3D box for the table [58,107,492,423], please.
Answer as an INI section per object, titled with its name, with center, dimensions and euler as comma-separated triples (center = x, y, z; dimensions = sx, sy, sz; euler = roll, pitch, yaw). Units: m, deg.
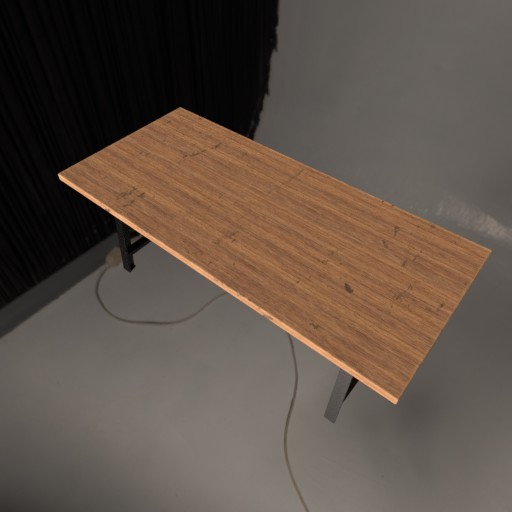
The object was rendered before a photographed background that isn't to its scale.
[table]
center = 0.000, 0.000, 2.676
dimensions = 2.200, 0.757, 1.000
euler = 31, 55, 25
